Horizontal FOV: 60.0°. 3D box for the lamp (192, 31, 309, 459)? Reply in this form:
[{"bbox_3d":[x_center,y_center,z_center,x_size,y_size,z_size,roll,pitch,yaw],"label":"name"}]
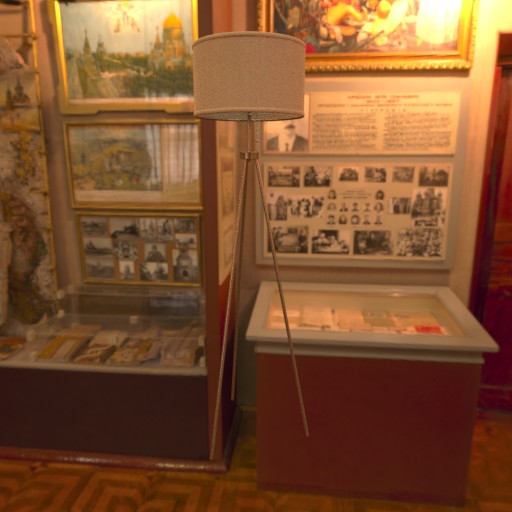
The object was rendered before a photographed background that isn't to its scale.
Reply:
[{"bbox_3d":[0.000,0.000,1.764,0.460,1.545,0.449,2,13,8],"label":"lamp"}]
